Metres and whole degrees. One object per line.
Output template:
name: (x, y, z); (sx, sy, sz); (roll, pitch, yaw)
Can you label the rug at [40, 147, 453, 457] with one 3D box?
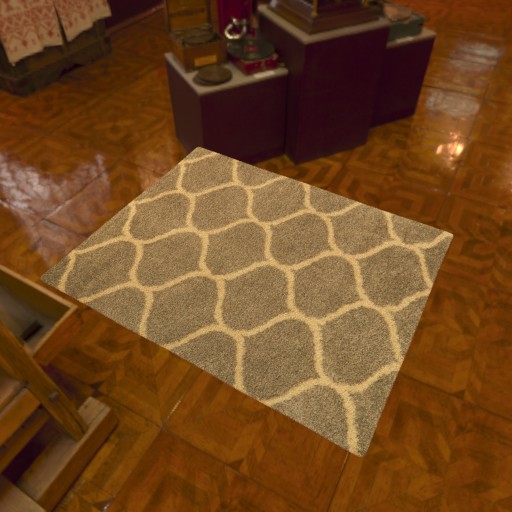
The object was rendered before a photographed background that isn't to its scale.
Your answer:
rug: (0.000, 0.000, 4.062); (3.000, 0.026, 2.399); (23, 51, 20)
